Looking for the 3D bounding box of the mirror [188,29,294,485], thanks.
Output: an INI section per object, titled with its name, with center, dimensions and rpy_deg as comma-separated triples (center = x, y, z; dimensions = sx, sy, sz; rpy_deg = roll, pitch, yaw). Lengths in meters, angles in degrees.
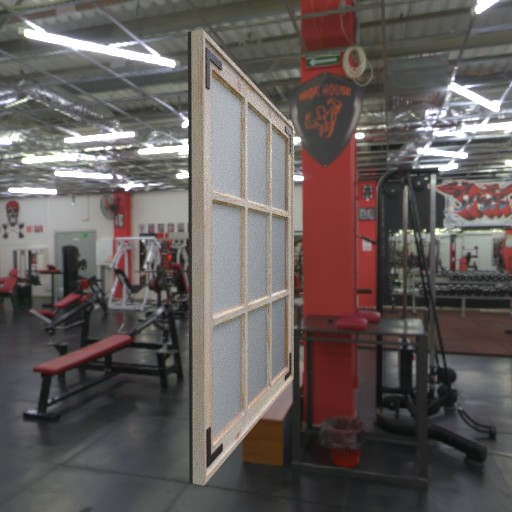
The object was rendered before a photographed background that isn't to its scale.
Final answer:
[mirror]
center = 0.000, 0.000, 1.207
dimensions = 0.032, 0.882, 0.730
rpy_deg = 0, 1, 19
